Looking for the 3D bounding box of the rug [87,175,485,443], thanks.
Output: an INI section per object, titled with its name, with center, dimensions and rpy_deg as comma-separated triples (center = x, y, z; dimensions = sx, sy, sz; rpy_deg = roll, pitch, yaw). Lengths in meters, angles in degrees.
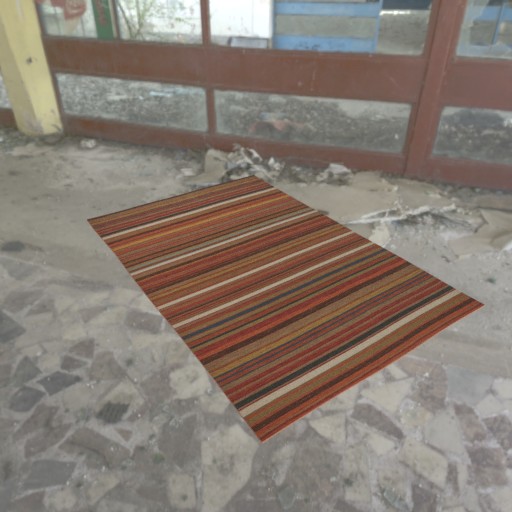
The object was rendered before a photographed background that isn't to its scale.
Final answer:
[rug]
center = 0.000, 0.000, 2.313
dimensions = 1.217, 0.007, 1.828
rpy_deg = -20, 38, -29
